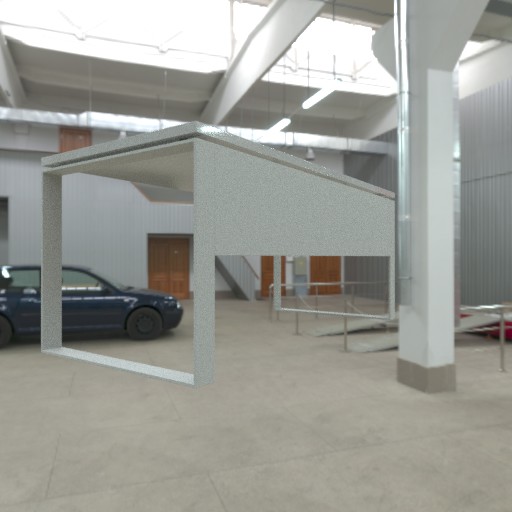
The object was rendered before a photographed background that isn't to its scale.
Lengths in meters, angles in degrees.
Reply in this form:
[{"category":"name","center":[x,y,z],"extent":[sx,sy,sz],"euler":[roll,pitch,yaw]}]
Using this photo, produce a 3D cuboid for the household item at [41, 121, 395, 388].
[{"category":"household item","center":[0.000,0.000,2.150],"extent":[0.800,0.745,1.700],"euler":[0,0,35]}]
